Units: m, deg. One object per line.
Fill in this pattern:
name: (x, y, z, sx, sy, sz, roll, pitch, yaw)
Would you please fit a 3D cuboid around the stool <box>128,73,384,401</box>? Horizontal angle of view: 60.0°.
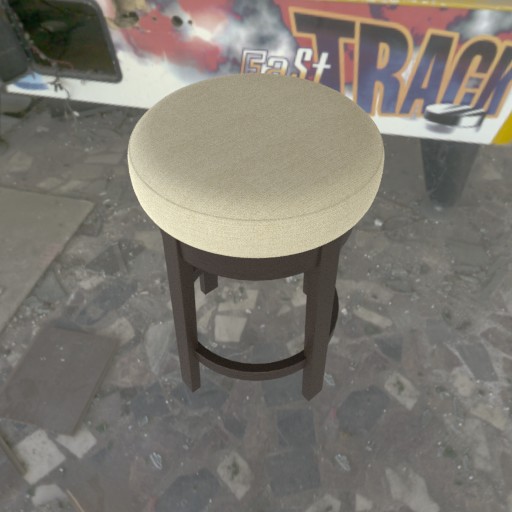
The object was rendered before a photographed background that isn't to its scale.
stool: (0.000, 0.000, 0.961, 0.449, 0.655, 0.449, 0, 48, 0)
